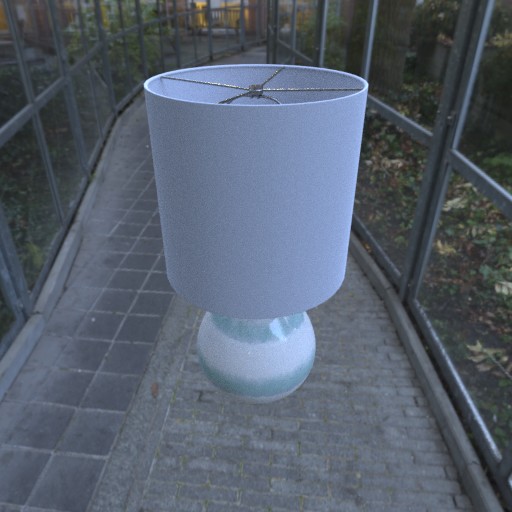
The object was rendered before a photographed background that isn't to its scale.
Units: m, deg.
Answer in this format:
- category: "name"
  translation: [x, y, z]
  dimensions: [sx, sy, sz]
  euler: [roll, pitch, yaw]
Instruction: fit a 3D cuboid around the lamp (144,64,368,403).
- category: "lamp"
  translation: [0.000, 0.000, 0.541]
  dimensions: [0.217, 0.404, 0.217]
  euler: [10, 33, 16]
